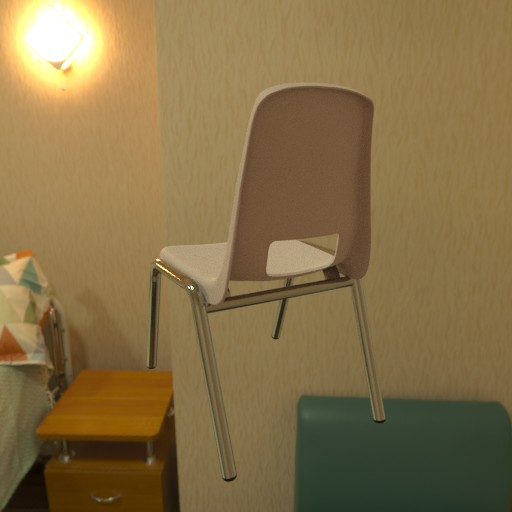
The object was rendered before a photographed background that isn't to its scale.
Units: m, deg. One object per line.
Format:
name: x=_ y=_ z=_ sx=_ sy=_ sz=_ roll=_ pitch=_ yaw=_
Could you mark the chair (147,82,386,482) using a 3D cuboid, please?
chair: x=0.000 y=0.000 z=0.853 sx=0.354 sy=0.586 sz=0.423 roll=-8 pitch=17 yaw=-27
